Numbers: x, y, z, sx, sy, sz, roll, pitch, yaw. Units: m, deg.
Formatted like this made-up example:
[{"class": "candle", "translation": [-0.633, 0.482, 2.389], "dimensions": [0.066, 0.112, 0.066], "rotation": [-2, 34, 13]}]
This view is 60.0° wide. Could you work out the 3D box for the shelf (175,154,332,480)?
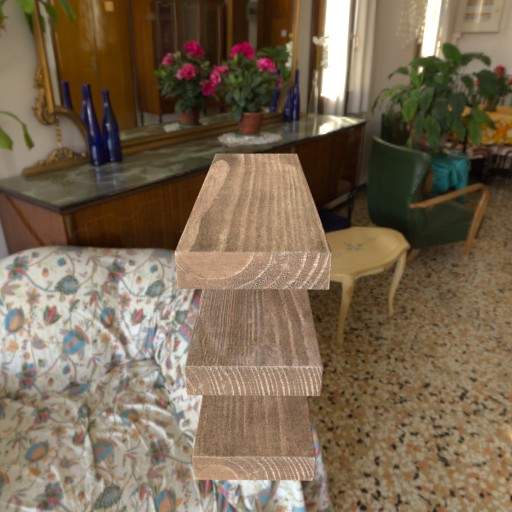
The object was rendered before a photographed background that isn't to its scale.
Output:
[{"class": "shelf", "translation": [0.000, 0.000, 0.730], "dimensions": [0.140, 0.293, 0.610], "rotation": [0, 25, 0]}]
